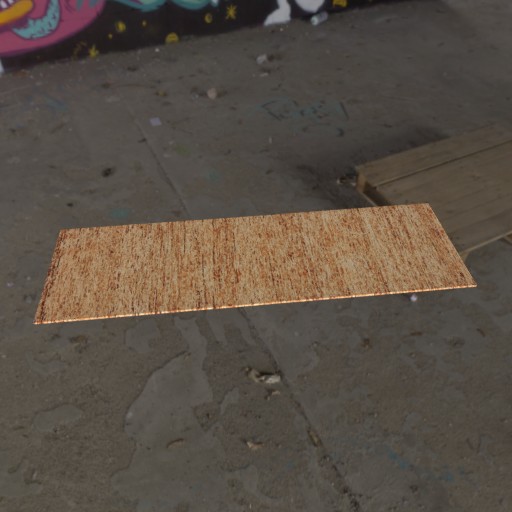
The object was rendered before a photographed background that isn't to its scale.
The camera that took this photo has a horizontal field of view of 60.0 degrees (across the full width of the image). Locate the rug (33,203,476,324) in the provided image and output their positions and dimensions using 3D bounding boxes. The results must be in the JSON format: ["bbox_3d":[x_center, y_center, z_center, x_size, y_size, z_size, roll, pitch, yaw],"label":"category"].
[{"bbox_3d":[0.000,0.000,2.457,2.237,0.014,0.680,-4,46,-4],"label":"rug"}]
